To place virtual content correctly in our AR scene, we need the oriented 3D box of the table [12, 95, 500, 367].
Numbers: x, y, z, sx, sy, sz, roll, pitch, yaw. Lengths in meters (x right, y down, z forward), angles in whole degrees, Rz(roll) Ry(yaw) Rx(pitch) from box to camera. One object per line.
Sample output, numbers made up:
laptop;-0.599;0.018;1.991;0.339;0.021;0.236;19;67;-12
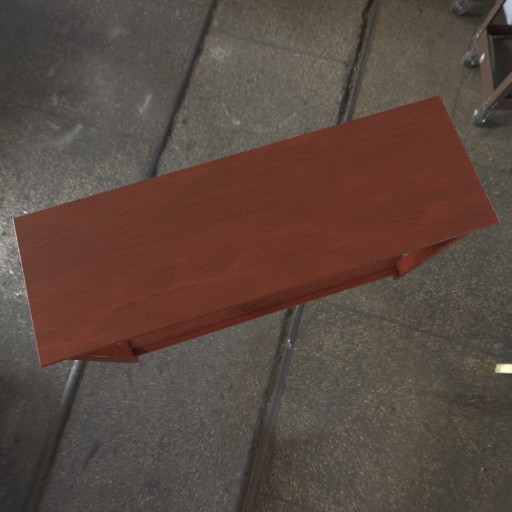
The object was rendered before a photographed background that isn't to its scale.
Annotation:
table;0.000;0.000;1.489;1.188;0.739;0.392;-17;76;-4
